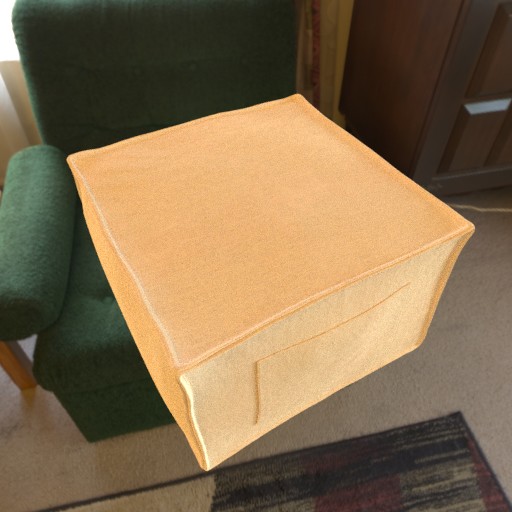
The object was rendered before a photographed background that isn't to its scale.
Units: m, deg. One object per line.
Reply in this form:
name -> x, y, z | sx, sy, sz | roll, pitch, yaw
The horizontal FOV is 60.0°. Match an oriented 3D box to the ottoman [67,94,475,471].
ottoman -> 0.000, 0.000, 1.137 | 0.707, 0.470, 0.696 | -23, 50, -21
